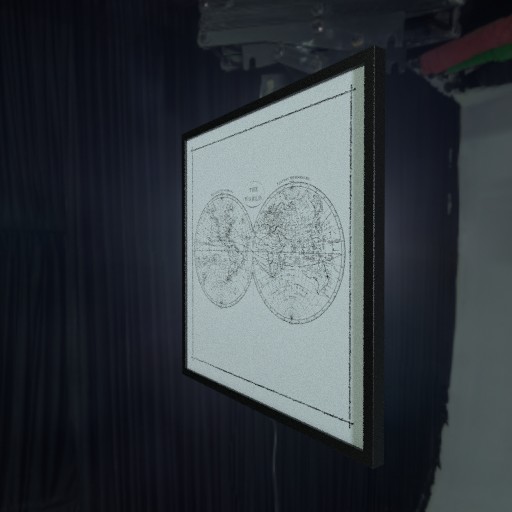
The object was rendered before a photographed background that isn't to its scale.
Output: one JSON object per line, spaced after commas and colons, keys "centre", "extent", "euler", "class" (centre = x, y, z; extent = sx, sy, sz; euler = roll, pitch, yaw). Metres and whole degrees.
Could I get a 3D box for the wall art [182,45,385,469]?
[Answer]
{"centre": [0.000, 0.000, 1.131], "extent": [0.031, 0.775, 0.773], "euler": [-1, 1, -36], "class": "wall art"}
